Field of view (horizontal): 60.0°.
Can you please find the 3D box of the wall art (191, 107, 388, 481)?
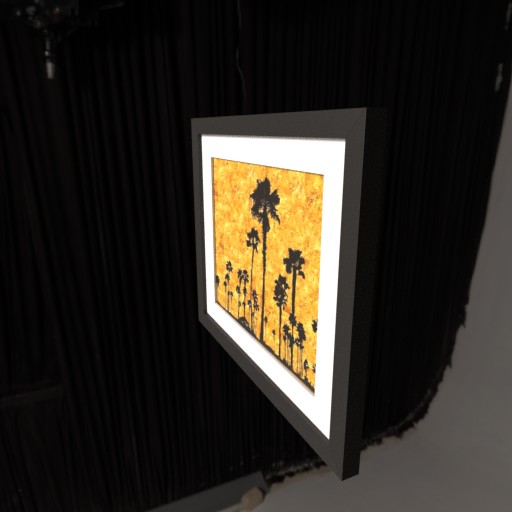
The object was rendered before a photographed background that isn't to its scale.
[{"bbox_3d":[0.000,0.000,0.758,0.028,0.460,0.561,-8,18,-25],"label":"wall art"}]
